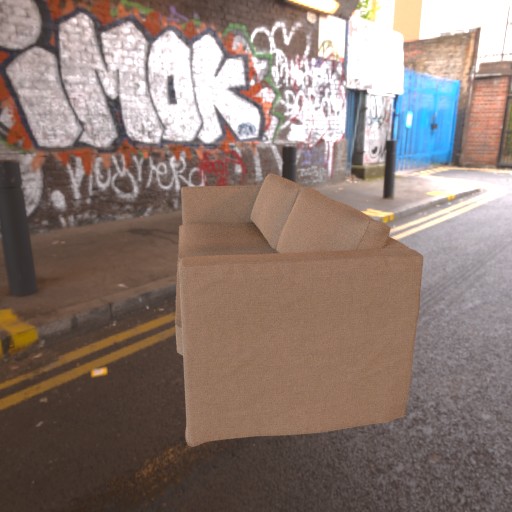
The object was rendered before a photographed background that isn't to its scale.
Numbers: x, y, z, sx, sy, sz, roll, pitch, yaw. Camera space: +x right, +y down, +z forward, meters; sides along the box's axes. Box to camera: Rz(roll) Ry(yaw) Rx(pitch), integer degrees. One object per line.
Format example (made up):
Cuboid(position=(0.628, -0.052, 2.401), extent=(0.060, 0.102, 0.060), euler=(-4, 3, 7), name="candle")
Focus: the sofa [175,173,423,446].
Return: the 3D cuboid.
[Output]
Cuboid(position=(0.000, 0.000, 2.740), extent=(0.956, 0.847, 2.296), euler=(-2, 16, -9), name="sofa")
